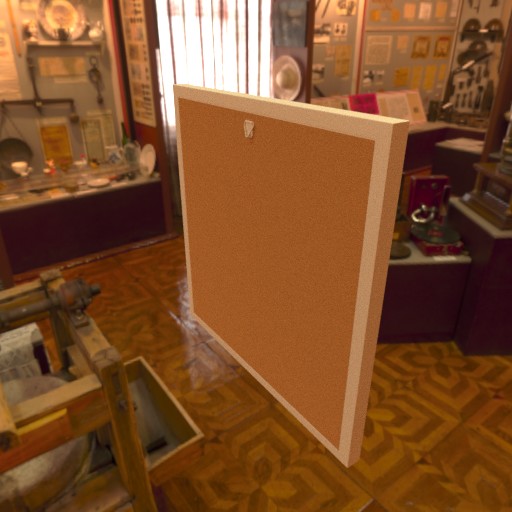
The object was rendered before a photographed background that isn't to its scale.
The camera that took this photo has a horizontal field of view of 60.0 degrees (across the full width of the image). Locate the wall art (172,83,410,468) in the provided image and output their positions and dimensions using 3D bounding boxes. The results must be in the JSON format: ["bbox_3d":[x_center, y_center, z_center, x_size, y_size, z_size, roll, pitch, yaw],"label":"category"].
[{"bbox_3d":[0.000,0.000,1.124,0.050,0.762,0.761,-17,31,-31],"label":"wall art"}]
